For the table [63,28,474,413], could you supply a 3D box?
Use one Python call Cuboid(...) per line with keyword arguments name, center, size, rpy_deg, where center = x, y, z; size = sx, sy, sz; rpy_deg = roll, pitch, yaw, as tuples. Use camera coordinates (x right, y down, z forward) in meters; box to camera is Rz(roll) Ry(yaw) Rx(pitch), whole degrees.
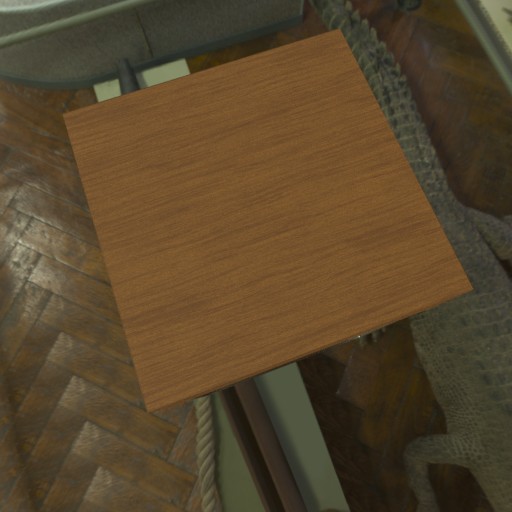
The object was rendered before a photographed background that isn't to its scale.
Cuboid(name="table", center=(0.000, 0.000, 0.811), size=(0.397, 0.540, 0.398), rpy_deg=(-19, 75, -5))
